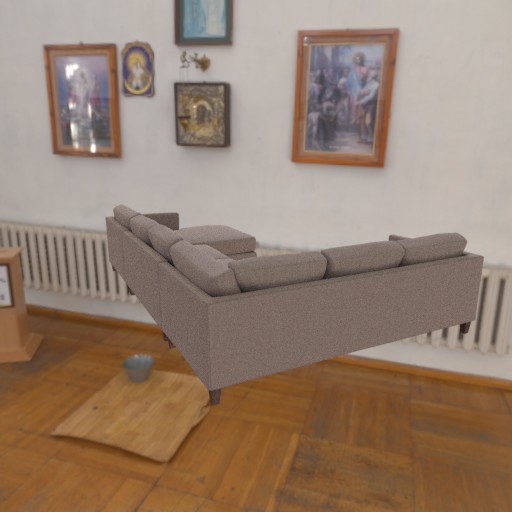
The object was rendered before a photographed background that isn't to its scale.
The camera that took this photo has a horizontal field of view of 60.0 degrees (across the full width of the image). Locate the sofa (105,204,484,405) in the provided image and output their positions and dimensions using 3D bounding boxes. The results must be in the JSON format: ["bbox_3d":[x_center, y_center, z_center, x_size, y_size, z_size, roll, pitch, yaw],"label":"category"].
[{"bbox_3d":[0.000,0.000,4.597,2.424,0.865,3.438,-7,16,-27],"label":"sofa"}]
